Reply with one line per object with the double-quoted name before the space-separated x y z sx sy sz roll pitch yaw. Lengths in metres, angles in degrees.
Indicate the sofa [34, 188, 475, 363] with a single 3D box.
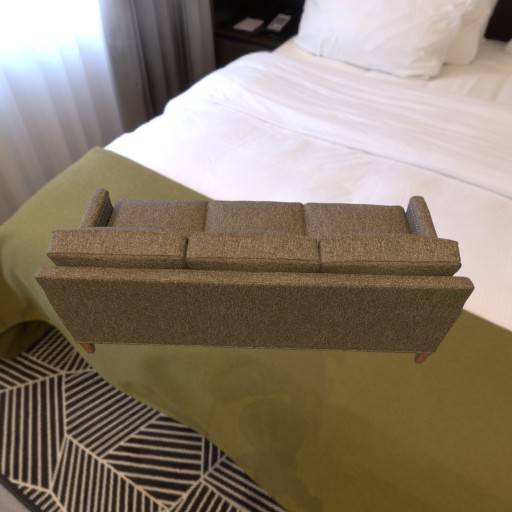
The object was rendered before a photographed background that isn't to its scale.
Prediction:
"sofa" 0.000 0.000 2.778 2.246 1.003 1.084 1 46 1
